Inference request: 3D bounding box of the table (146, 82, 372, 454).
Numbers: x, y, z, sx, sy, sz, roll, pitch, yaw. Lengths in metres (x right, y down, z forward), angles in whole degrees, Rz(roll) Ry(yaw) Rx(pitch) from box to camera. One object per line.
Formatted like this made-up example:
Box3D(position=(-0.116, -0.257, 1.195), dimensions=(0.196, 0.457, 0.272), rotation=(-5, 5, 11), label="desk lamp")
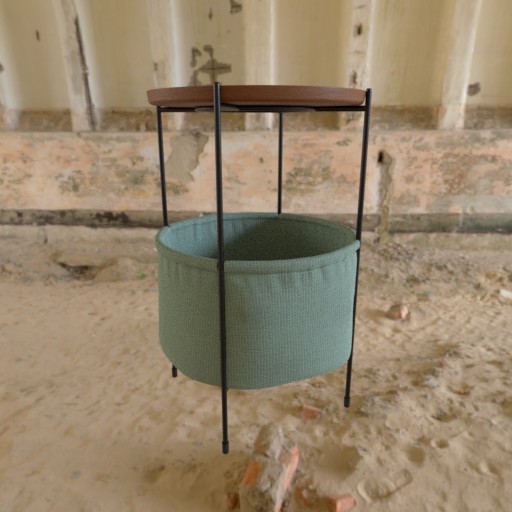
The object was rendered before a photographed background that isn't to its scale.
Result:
Box3D(position=(0.000, 0.000, 0.889), dimensions=(0.400, 0.623, 0.400), rotation=(-9, 19, -27), label="table")
